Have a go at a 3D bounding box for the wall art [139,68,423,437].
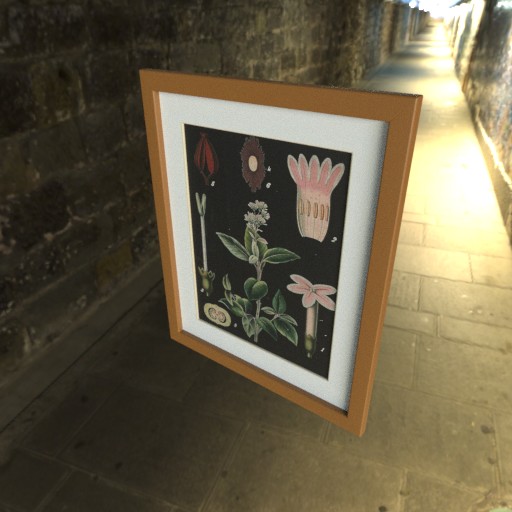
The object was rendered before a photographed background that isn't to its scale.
[{"bbox_3d":[0.000,0.000,0.738,0.449,0.550,0.021,19,34,31],"label":"wall art"}]
